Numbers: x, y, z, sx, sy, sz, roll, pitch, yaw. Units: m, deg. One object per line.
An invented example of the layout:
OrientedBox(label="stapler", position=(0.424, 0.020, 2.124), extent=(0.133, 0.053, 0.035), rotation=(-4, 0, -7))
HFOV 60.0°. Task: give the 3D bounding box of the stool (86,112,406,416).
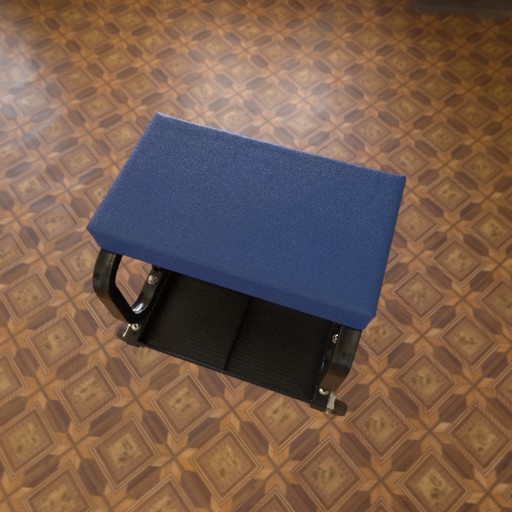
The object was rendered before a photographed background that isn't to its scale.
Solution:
OrientedBox(label="stool", position=(0.000, 0.000, 0.745), extent=(0.446, 0.380, 0.371), rotation=(17, 63, 9))
